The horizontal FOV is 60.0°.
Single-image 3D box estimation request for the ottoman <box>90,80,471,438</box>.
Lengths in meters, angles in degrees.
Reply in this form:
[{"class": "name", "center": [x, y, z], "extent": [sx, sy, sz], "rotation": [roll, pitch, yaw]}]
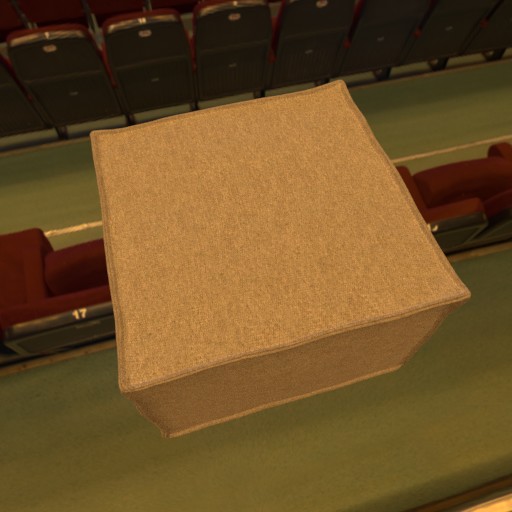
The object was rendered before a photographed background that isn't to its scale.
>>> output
[{"class": "ottoman", "center": [0.000, 0.000, 1.143], "extent": [0.707, 0.470, 0.696], "rotation": [-14, 60, -8]}]
